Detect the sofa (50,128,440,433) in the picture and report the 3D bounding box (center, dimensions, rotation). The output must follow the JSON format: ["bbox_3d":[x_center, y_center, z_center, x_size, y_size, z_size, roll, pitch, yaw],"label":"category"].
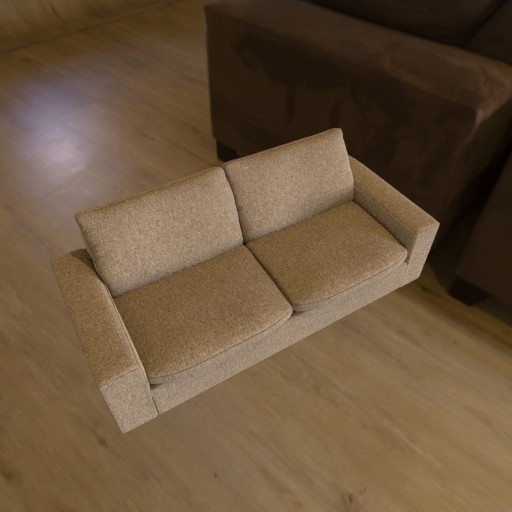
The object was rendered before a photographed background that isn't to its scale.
[{"bbox_3d":[0.000,0.000,2.854,2.299,0.922,1.040,-23,50,-21],"label":"sofa"}]
